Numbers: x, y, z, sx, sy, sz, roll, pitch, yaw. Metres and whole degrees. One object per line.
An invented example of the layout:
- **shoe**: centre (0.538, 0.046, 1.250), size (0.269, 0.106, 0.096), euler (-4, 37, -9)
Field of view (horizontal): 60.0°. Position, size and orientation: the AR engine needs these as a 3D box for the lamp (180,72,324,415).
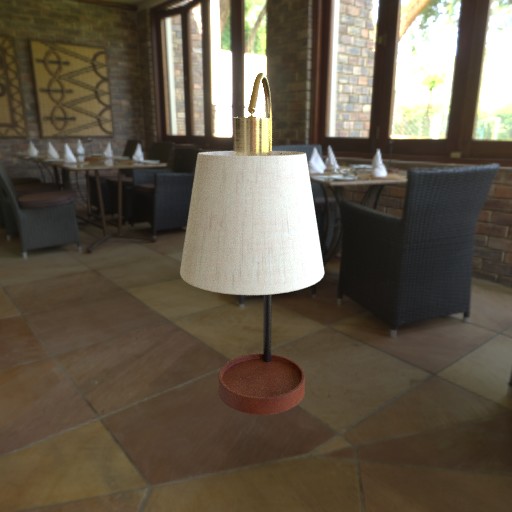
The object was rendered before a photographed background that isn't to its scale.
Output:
- **lamp**: centre (0.000, 0.000, 0.682), size (0.211, 0.536, 0.273), euler (3, 16, 10)
